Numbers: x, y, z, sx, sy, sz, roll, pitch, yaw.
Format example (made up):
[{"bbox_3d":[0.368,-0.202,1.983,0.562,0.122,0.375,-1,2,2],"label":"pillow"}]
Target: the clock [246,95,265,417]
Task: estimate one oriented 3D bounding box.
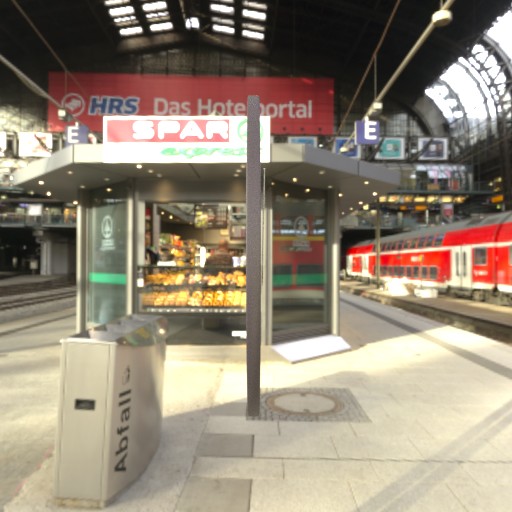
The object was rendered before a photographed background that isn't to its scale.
[{"bbox_3d":[0.000,0.000,0.875,0.029,0.595,0.595,0,-1,0],"label":"clock"}]
